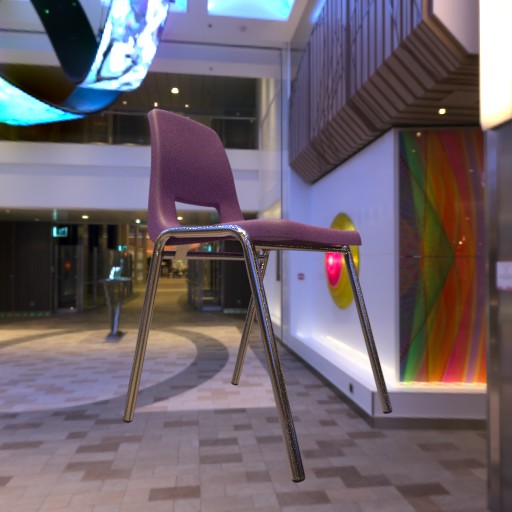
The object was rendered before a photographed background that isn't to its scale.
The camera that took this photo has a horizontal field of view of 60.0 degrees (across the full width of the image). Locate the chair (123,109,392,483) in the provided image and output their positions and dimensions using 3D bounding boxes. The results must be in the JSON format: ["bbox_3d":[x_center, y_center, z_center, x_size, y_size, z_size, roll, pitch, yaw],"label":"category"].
[{"bbox_3d":[0.000,0.000,0.903,0.432,0.654,0.381,-1,-2,36],"label":"chair"}]
